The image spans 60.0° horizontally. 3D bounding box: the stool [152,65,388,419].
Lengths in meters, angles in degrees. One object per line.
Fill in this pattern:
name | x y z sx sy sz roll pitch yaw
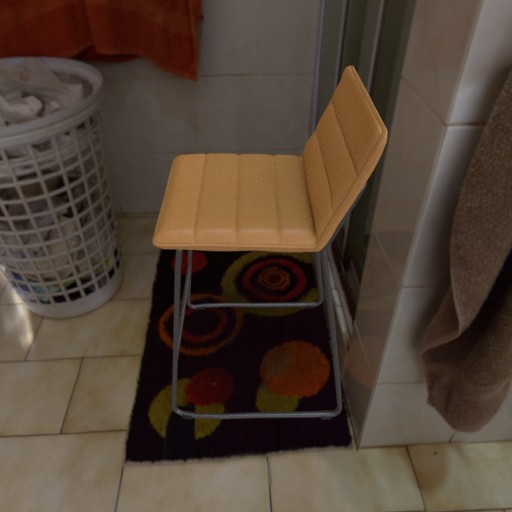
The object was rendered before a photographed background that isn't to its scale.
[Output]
stool | 0.000 0.000 1.258 0.524 0.936 0.489 0 41 -1
